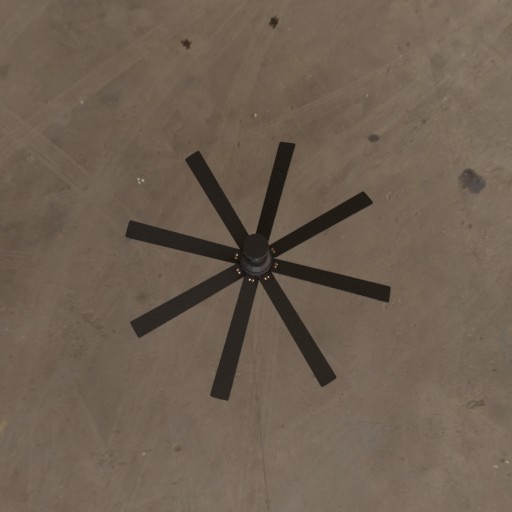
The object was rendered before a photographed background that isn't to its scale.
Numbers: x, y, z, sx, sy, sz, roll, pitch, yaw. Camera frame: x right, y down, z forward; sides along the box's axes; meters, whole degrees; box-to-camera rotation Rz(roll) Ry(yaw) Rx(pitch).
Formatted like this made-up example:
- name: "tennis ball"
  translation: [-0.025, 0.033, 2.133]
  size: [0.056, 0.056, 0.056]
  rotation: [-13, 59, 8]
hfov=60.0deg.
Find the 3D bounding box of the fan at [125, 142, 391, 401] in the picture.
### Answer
- name: "fan"
  translation: [0.000, 0.000, 2.858]
  size: [1.830, 0.472, 1.830]
  rotation: [14, 76, 4]
